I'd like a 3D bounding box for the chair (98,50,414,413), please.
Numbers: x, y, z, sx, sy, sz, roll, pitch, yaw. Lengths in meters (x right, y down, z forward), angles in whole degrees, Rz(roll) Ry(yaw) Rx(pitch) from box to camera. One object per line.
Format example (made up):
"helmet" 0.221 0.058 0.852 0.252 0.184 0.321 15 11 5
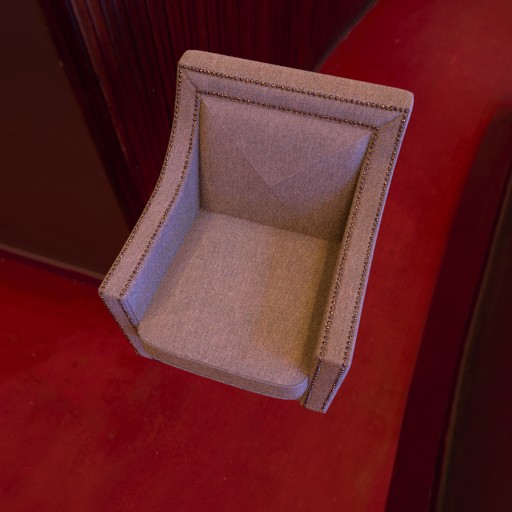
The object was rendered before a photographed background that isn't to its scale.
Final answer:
"chair" 0.000 0.000 1.604 0.776 0.967 0.884 15 58 9
